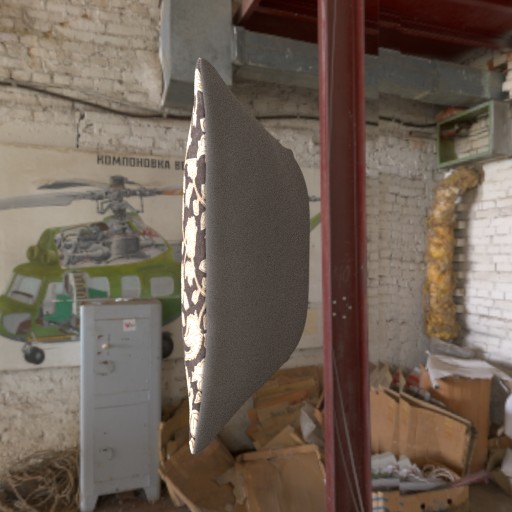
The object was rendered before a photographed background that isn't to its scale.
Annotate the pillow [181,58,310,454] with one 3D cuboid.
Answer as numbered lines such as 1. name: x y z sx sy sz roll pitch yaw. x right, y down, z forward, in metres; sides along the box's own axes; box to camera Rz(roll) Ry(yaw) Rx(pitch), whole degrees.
1. pillow: 0.000 0.000 0.814 0.166 0.507 0.526 0 0 17
